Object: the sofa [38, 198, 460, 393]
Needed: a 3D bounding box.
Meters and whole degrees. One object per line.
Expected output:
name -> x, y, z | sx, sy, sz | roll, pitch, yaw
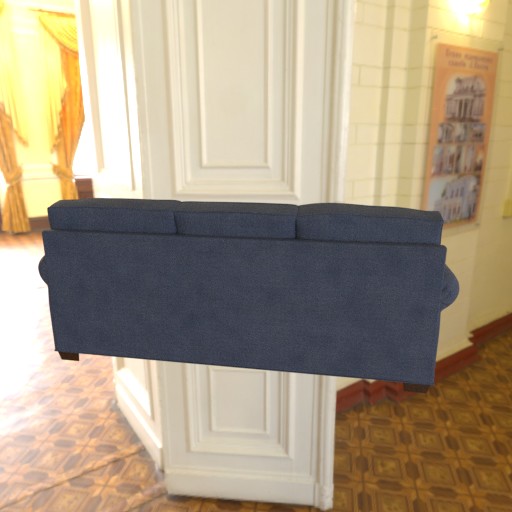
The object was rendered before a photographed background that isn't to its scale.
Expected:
sofa -> 0.000, 0.000, 3.423 | 2.567, 1.063, 1.780 | 3, 16, 9
